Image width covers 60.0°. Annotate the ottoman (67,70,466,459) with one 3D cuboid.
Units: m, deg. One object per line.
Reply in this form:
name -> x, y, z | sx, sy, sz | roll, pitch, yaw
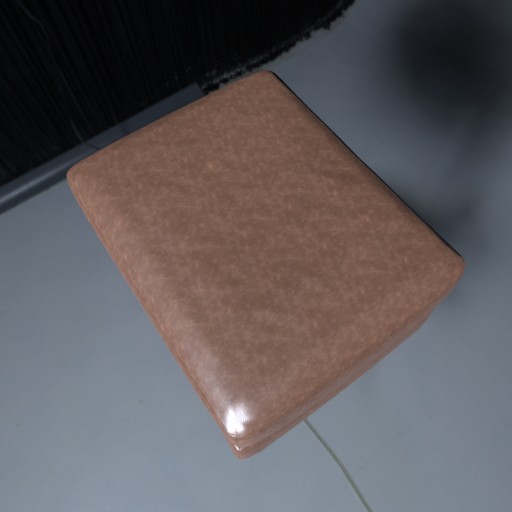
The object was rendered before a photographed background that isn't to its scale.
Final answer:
ottoman -> 0.000, 0.000, 1.117 | 0.603, 0.476, 0.751 | -32, 68, -15
